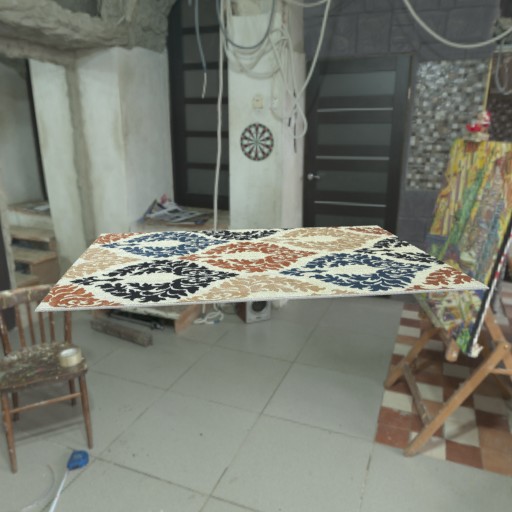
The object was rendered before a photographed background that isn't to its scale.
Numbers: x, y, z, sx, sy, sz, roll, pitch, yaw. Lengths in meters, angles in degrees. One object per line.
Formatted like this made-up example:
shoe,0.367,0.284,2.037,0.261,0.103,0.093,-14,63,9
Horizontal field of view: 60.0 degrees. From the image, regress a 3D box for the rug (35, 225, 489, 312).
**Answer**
rug,0.000,0.000,2.900,2.275,0.014,1.514,-2,17,-7
